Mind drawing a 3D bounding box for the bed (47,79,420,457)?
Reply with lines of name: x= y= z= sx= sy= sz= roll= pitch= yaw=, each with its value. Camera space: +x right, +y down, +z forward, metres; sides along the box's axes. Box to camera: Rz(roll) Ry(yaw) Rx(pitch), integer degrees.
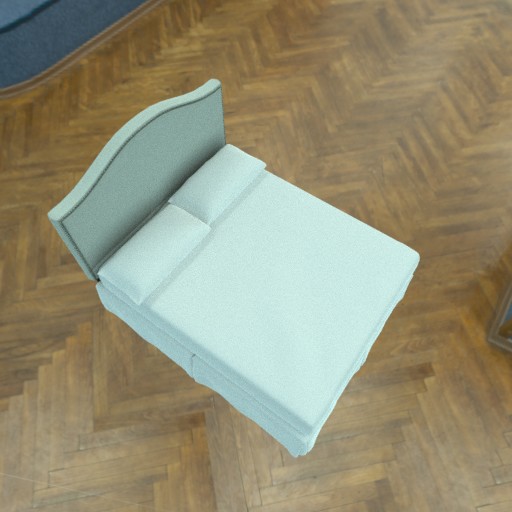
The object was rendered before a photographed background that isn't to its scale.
bed: x=0.000 y=0.000 z=3.425 sx=2.180 sy=1.607 sz=1.813 roll=32 pitch=63 yaw=18
